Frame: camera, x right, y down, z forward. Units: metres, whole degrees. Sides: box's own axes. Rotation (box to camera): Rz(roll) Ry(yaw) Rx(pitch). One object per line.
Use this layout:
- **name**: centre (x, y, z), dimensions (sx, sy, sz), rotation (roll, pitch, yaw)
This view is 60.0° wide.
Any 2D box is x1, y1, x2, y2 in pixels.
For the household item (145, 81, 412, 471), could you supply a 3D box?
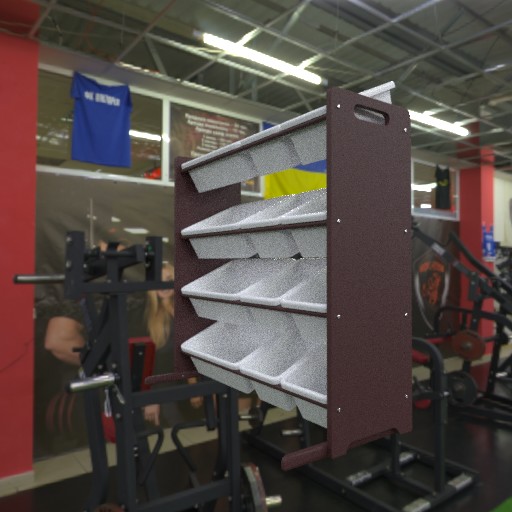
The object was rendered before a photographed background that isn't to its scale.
- **household item**: centre (0.000, 0.000, 1.302), dimensions (0.389, 0.864, 0.787), rotation (0, -1, -35)
